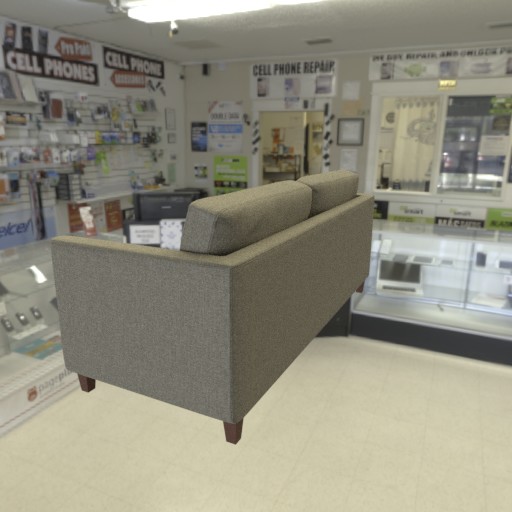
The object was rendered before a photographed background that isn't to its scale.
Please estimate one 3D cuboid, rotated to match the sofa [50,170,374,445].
[{"bbox_3d":[0.000,0.000,2.716,0.956,0.960,2.208,8,17,26],"label":"sofa"}]
